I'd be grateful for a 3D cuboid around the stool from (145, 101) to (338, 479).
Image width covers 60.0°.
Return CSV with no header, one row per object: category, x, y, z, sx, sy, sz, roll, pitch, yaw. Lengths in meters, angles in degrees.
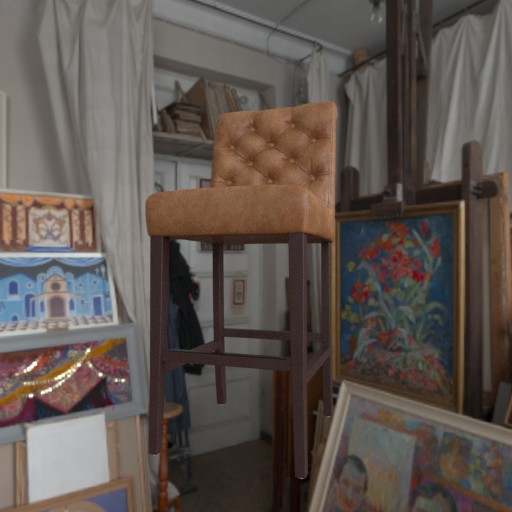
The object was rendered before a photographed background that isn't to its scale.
stool,0.000,0.000,1.466,0.493,1.140,0.601,0,-1,19
